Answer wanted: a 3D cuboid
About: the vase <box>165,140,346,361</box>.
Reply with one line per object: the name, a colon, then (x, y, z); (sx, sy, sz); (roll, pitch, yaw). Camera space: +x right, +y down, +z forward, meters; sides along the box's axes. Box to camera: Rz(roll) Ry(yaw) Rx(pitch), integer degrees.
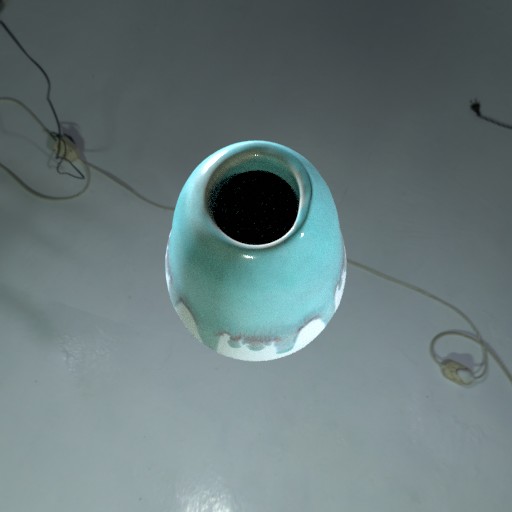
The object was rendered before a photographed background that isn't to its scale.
vase: (0.000, 0.000, 0.254); (0.116, 0.179, 0.116); (0, 76, 0)
